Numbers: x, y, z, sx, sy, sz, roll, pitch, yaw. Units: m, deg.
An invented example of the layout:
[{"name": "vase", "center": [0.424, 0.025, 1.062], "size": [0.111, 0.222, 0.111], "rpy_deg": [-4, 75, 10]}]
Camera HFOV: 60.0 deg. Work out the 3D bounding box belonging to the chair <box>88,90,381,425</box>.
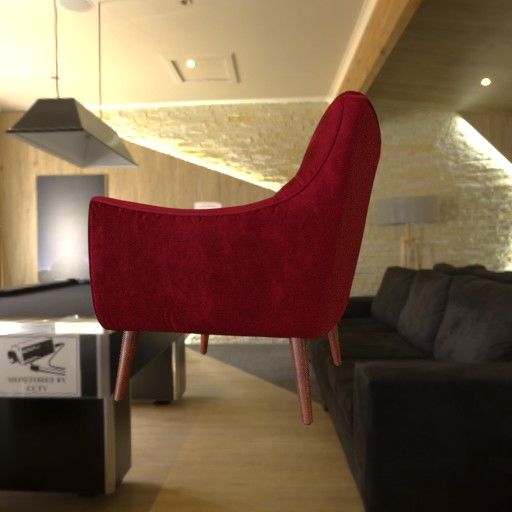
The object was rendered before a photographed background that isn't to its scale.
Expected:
[{"name": "chair", "center": [0.000, 0.000, 1.465], "size": [0.787, 0.838, 0.762], "rpy_deg": [0, 1, 18]}]
